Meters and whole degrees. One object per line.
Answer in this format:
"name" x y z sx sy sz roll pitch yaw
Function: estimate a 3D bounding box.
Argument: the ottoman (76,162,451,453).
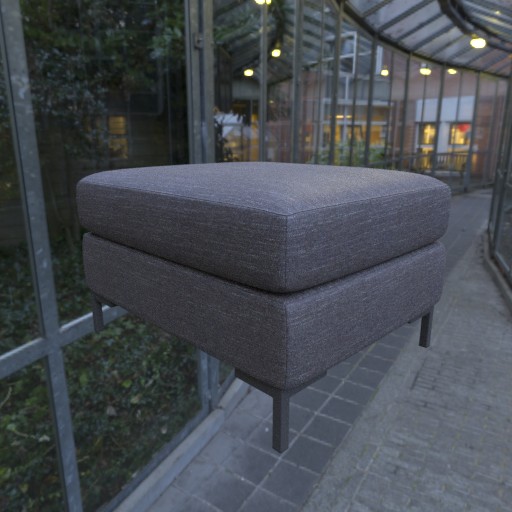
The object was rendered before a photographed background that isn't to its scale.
"ottoman" 0.000 0.000 1.228 0.671 0.490 0.820 -15 21 -43
